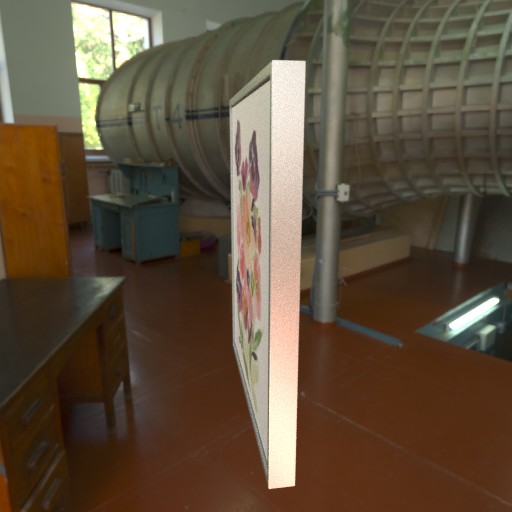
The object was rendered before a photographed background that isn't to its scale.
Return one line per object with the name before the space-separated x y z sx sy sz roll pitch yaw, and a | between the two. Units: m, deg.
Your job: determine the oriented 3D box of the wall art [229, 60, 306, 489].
wall art | 0.000 0.000 0.764 0.038 0.549 0.452 -2 14 -9
